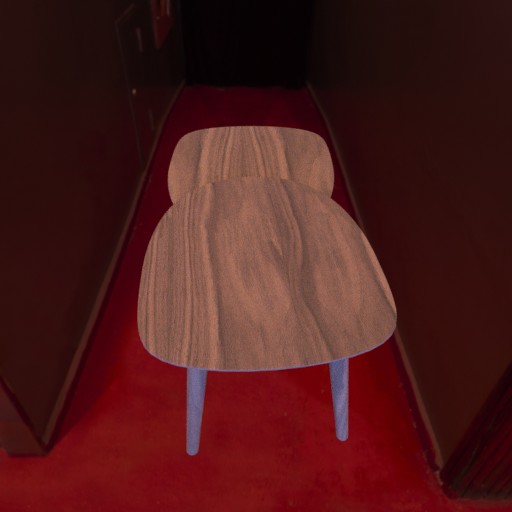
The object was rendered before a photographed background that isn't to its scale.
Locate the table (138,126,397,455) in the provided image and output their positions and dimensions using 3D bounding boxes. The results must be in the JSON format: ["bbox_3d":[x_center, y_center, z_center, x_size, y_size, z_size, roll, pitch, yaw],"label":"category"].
[{"bbox_3d":[0.000,0.000,1.321,0.527,0.429,1.084,-2,41,-2],"label":"table"}]
